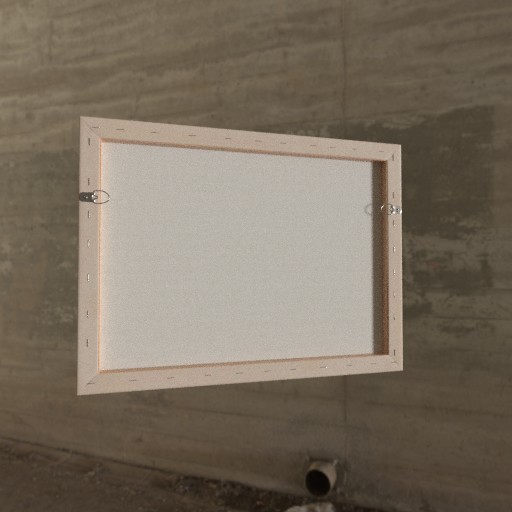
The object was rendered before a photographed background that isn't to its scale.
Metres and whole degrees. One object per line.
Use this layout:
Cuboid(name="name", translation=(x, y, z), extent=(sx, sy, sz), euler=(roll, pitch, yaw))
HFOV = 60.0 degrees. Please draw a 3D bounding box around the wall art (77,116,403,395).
Cuboid(name="wall art", translation=(0.000, 0.000, 1.631), extent=(1.219, 0.912, 0.042), euler=(0, -1, -16))
